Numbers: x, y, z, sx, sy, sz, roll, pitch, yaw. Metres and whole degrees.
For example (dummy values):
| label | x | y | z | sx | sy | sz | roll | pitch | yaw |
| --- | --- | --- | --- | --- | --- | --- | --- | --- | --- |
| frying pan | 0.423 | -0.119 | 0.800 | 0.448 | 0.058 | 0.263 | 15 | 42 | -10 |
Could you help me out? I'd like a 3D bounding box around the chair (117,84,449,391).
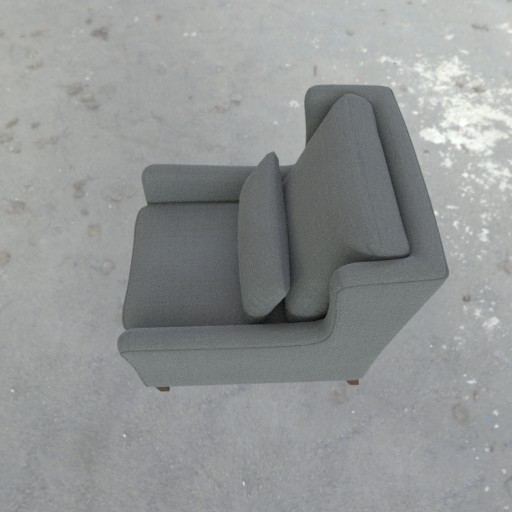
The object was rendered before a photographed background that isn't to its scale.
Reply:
| label | x | y | z | sx | sy | sz | roll | pitch | yaw |
| --- | --- | --- | --- | --- | --- | --- | --- | --- | --- |
| chair | 0.000 | 0.000 | 1.798 | 1.040 | 1.056 | 0.866 | -2 | 57 | -1 |
